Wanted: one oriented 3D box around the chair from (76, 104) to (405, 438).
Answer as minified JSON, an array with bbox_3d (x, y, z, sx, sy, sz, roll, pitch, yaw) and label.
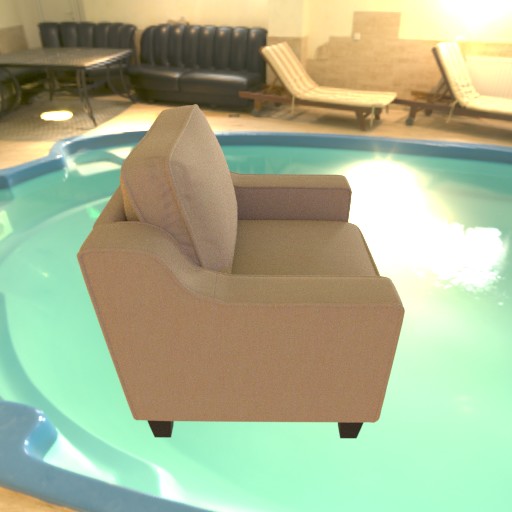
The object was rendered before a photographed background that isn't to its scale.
[{"bbox_3d":[0.000,0.000,1.618,0.882,0.948,0.922,0,32,0],"label":"chair"}]
